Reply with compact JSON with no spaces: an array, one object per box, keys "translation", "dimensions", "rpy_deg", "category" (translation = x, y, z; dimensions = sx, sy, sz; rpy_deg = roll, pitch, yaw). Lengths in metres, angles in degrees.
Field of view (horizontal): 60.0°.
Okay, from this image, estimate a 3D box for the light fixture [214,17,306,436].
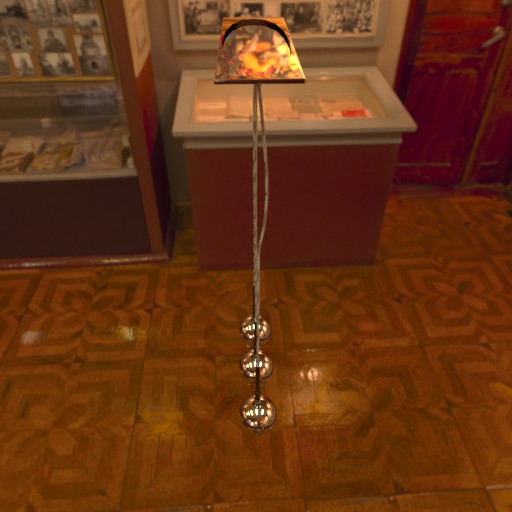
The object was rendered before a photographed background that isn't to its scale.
[{"translation":[0.000,0.000,1.580],"dimensions":[0.188,1.408,0.623],"rpy_deg":[-1,39,-1],"category":"light fixture"}]
